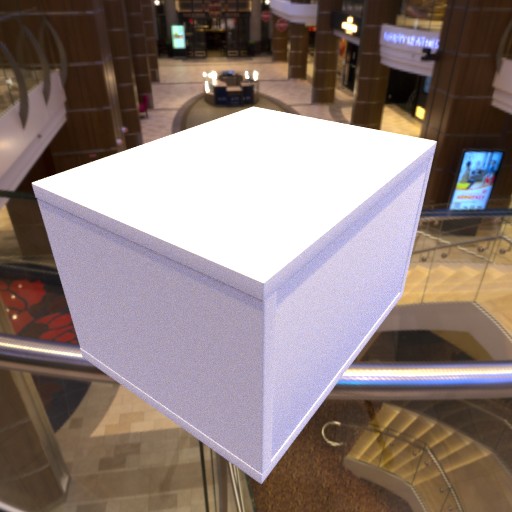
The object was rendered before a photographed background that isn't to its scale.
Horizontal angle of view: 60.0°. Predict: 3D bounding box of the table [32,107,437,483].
[{"bbox_3d":[0.000,0.000,0.789,0.399,0.357,0.517,22,38,30],"label":"table"}]
